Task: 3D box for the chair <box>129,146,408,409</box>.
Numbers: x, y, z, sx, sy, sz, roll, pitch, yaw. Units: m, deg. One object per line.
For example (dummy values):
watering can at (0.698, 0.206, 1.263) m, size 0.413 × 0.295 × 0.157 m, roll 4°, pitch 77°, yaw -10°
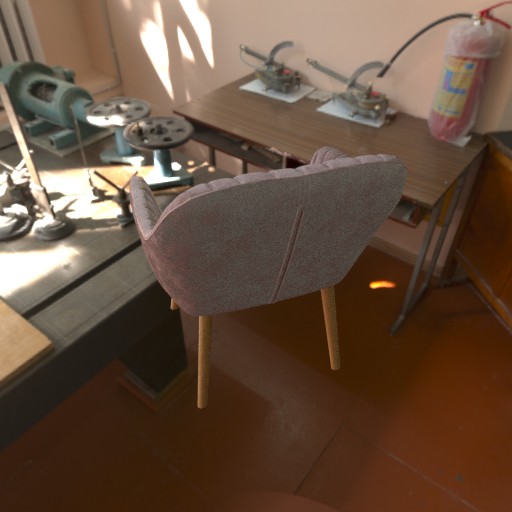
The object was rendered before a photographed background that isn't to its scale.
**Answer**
chair at (0.000, 0.000, 1.248) m, size 0.610 × 0.832 × 0.570 m, roll -12°, pitch 42°, yaw -14°
